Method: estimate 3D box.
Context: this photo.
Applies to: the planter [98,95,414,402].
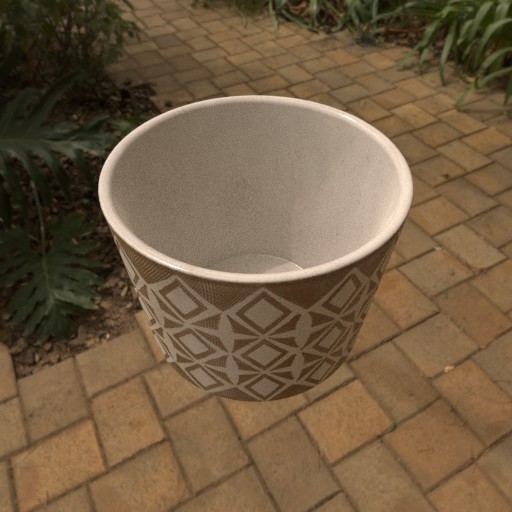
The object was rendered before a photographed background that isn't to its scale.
[{"bbox_3d":[0.000,0.000,0.454,0.260,0.220,0.260,0,46,0],"label":"planter"}]
